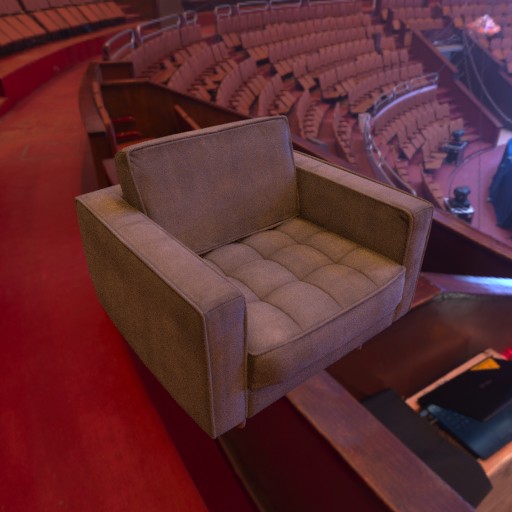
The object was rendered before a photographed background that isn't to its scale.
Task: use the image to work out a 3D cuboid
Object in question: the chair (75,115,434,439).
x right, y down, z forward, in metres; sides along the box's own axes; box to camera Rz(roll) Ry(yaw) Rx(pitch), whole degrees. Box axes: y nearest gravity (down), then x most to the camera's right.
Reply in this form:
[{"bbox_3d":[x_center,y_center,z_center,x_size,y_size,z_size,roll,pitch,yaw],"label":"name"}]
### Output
[{"bbox_3d":[0.000,0.000,1.516,0.928,0.773,0.843,-23,38,-32],"label":"chair"}]
